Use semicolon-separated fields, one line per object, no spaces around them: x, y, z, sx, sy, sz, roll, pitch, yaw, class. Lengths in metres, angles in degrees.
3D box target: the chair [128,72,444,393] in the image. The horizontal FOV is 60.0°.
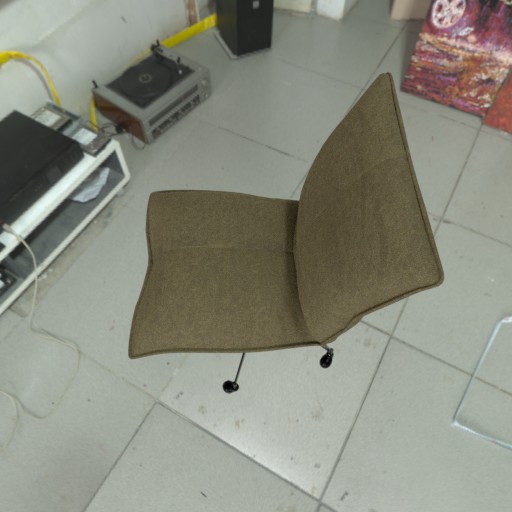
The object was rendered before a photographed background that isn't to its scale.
0.000;0.000;1.278;0.696;0.811;0.597;0;59;0;chair
